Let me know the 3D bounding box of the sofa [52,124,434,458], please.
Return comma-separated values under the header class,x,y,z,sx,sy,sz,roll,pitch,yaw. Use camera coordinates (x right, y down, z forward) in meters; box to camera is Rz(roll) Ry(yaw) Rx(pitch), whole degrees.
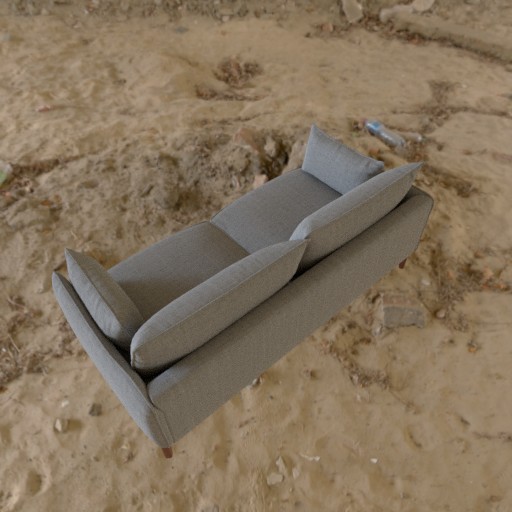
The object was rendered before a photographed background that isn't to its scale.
class,x,y,z,sx,sy,sz,roll,pitch,yaw
sofa,0.000,0.000,2.489,1.989,0.851,0.972,-32,55,-27
